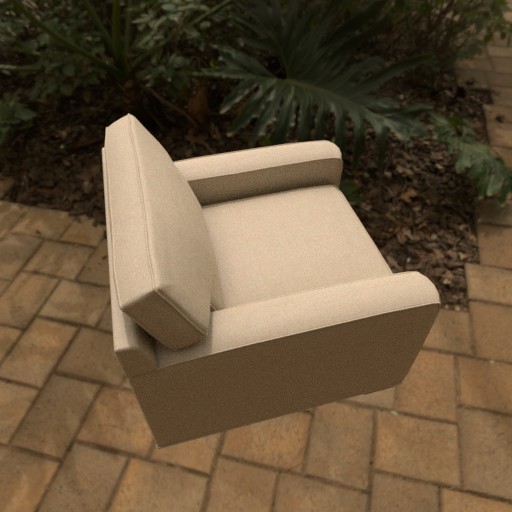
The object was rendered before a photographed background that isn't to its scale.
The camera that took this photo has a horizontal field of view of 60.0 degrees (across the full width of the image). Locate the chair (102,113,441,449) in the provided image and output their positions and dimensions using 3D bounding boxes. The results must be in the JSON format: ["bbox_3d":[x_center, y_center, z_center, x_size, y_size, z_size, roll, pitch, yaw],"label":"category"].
[{"bbox_3d":[0.000,0.000,1.786,1.043,0.913,0.998,-11,48,-10],"label":"chair"}]
